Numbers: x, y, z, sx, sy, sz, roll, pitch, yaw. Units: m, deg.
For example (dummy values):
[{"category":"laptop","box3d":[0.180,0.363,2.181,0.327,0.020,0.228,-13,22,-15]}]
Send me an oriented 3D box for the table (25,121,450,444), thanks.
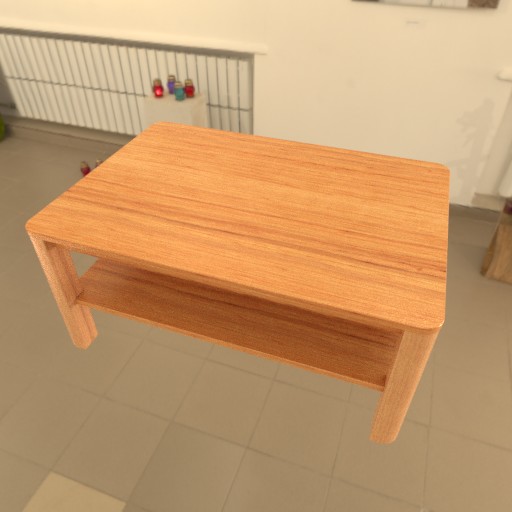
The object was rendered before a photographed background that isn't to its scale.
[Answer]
[{"category":"table","box3d":[0.000,0.000,1.354,0.997,0.445,0.696,13,42,15]}]
